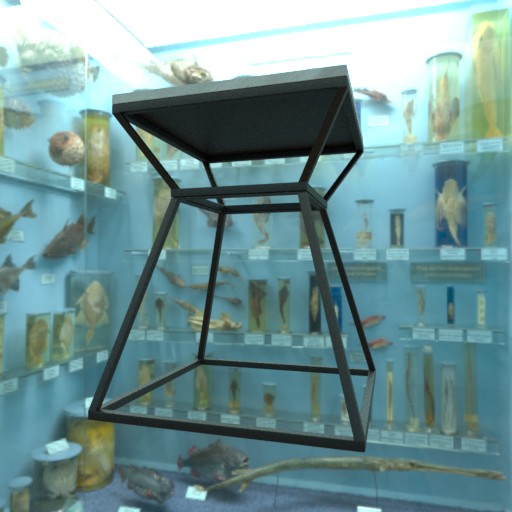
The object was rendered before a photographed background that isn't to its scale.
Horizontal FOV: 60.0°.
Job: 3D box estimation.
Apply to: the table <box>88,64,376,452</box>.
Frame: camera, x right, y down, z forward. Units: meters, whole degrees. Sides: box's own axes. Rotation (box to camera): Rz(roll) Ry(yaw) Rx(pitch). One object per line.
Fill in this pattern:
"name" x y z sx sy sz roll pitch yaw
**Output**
"table" 0.000 0.000 0.903 0.455 0.559 0.455 0 -1 17
